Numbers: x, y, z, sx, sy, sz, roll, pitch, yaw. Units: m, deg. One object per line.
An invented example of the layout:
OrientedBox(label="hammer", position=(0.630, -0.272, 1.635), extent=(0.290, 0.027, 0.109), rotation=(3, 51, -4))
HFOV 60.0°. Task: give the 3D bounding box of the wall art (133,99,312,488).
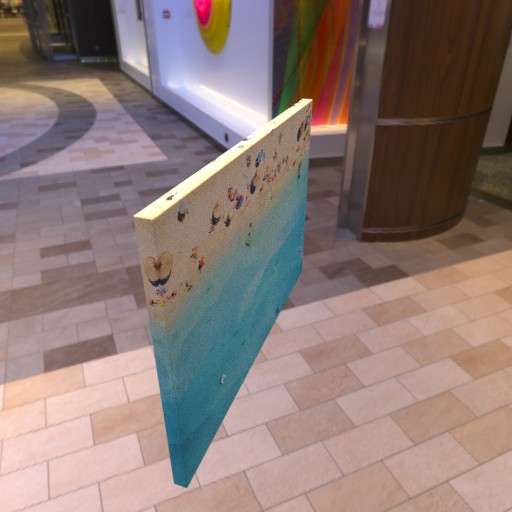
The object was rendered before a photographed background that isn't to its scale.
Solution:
OrientedBox(label="wall art", position=(0.000, 0.000, 1.422), extent=(0.040, 0.769, 1.136), rotation=(10, 32, 17))
